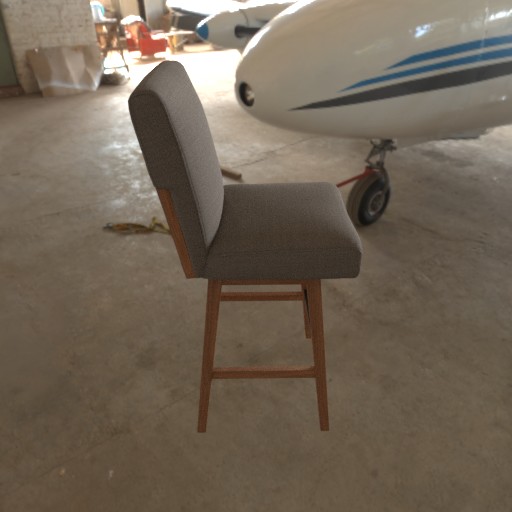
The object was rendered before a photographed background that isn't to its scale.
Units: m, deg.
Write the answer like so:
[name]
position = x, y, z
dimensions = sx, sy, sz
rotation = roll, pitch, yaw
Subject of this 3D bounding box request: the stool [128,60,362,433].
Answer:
[stool]
position = 0.000, 0.000, 1.409
dimensions = 0.570, 1.112, 0.483
rotation = 0, 33, -1
